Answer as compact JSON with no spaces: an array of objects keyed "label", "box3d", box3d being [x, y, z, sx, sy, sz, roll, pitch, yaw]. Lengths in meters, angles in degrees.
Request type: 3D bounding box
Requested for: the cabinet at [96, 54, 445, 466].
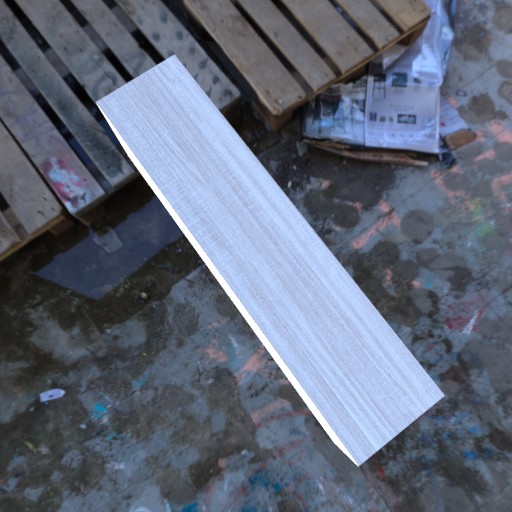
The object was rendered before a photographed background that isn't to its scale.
[{"label":"cabinet","box3d":[0.000,0.000,2.549,0.500,0.780,2.200,-35,79,-8]}]
